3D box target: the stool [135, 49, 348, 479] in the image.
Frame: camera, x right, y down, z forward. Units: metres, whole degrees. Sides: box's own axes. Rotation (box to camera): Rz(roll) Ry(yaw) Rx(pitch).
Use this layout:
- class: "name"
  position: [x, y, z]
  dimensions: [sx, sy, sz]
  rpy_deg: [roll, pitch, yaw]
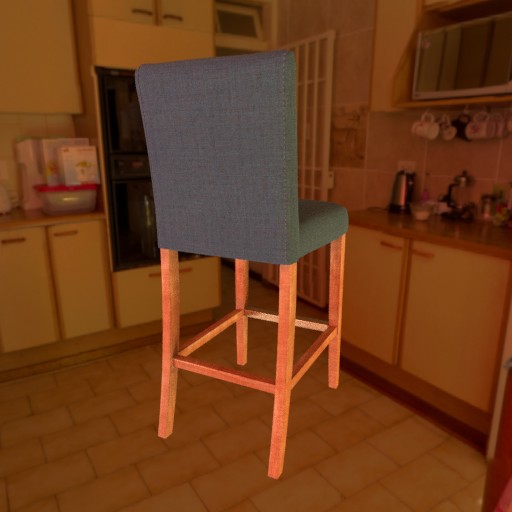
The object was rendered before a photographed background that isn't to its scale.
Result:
- class: "stool"
  position: [0.000, 0.000, 1.402]
  dimensions: [0.454, 1.088, 0.574]
  rpy_deg: [7, 16, 26]
